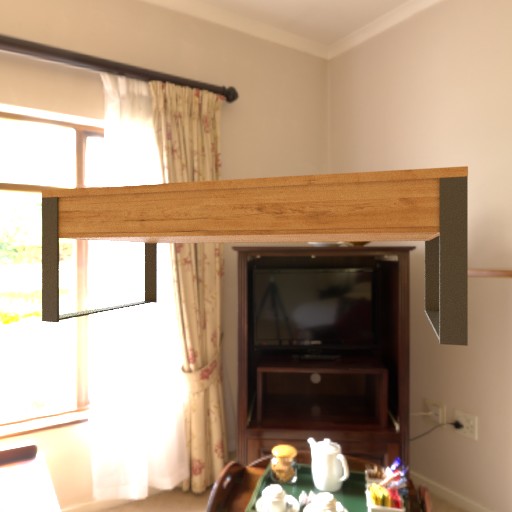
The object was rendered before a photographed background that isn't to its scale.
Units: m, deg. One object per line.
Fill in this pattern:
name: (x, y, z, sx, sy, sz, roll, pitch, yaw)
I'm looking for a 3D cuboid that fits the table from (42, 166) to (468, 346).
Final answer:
table: (0.000, 0.000, 1.447, 1.180, 0.400, 0.590, 0, 0, 18)
